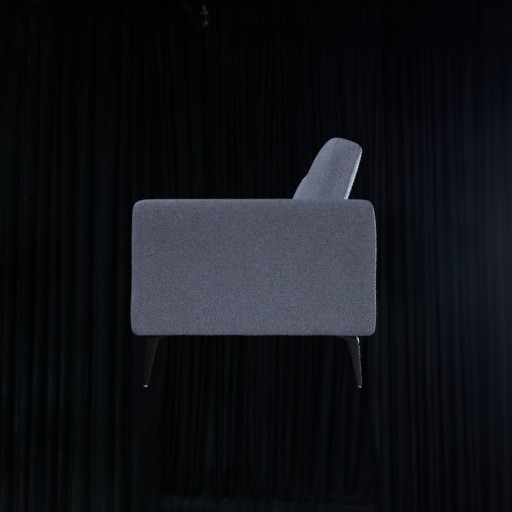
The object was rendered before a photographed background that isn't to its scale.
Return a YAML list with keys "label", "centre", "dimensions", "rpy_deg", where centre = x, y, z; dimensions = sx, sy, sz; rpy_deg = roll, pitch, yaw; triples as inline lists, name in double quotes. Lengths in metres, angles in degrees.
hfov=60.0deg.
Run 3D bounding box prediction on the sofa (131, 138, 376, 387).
- label: "sofa"
  centre: [0.000, 0.000, 2.336]
  dimensions: [0.774, 0.828, 1.925]
  rpy_deg: [0, 0, 1]
